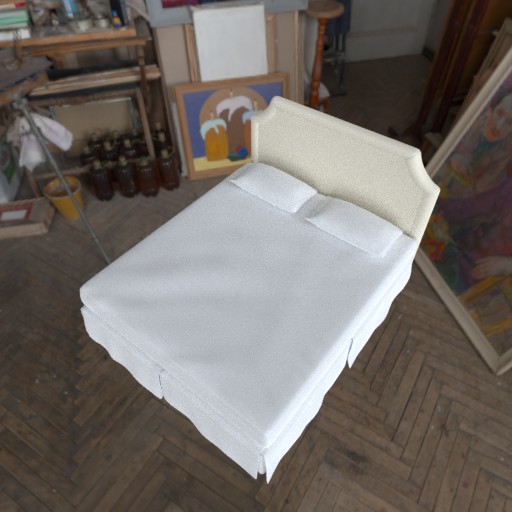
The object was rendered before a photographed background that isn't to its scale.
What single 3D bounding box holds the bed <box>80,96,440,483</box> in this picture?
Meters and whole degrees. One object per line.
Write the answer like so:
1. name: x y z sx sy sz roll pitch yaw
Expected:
1. bed: 0.000 0.000 4.192 2.350 1.590 2.773 30 54 25
